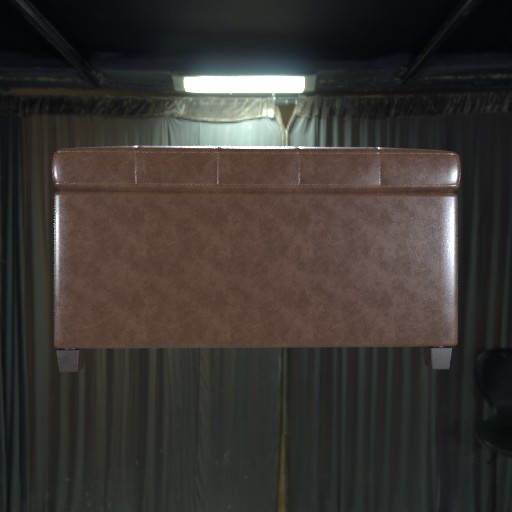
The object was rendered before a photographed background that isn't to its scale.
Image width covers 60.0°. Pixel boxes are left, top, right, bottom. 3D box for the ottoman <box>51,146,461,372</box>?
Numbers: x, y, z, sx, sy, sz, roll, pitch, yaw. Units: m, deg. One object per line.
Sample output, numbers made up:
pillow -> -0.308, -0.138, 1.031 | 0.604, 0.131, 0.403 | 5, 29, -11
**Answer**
ottoman -> 0.000, 0.000, 1.105 | 0.838, 0.470, 0.432 | 0, 0, -2
